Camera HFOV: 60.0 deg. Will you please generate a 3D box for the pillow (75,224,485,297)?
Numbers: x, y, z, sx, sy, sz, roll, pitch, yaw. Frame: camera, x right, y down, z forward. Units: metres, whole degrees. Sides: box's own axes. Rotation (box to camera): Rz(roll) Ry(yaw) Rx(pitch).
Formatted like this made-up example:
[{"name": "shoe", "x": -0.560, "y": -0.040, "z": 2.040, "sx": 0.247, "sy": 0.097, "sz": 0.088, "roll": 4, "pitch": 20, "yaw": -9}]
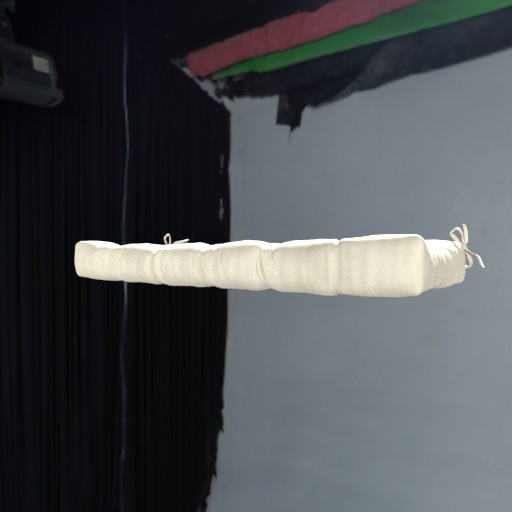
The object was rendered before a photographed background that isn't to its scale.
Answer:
[{"name": "pillow", "x": 0.000, "y": 0.000, "z": 1.339, "sx": 1.194, "sy": 0.174, "sz": 0.511, "roll": 1, "pitch": 1, "yaw": 35}]
